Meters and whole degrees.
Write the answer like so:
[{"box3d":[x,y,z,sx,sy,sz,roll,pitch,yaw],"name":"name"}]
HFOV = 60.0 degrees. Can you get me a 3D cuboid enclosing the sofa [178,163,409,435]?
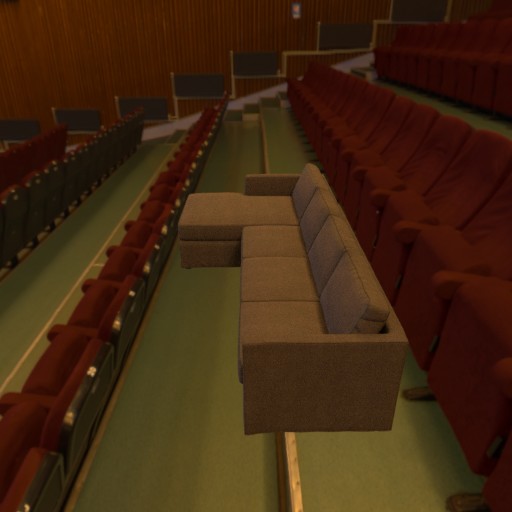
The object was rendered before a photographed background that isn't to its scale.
[{"box3d":[0.000,0.000,3.961,1.650,0.922,3.205,0,27,-1],"name":"sofa"}]
